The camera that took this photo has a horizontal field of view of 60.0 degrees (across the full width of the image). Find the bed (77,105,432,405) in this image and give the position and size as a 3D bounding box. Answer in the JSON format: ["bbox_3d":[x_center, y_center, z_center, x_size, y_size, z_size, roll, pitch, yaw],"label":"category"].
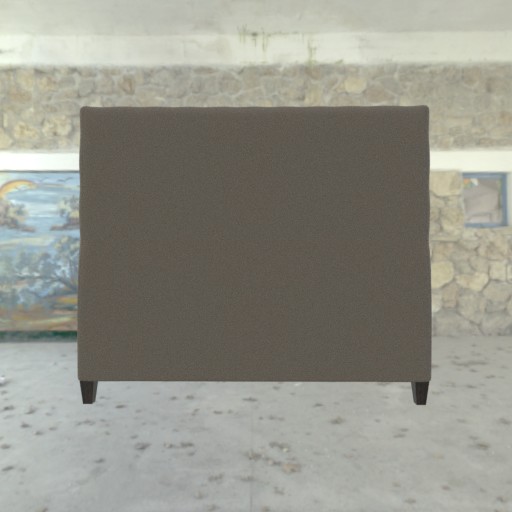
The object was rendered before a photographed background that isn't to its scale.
[{"bbox_3d":[0.000,0.000,3.198,1.696,1.426,2.233,0,0,1],"label":"bed"}]
